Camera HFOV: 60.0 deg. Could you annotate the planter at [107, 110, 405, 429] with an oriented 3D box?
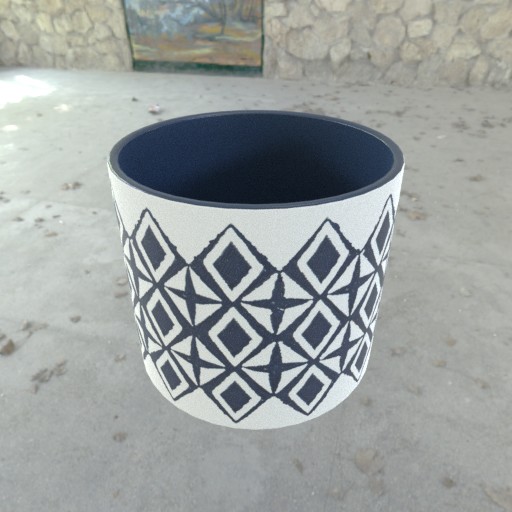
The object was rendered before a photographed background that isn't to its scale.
[{"bbox_3d":[0.000,0.000,0.397,0.224,0.203,0.224,0,32,0],"label":"planter"}]
